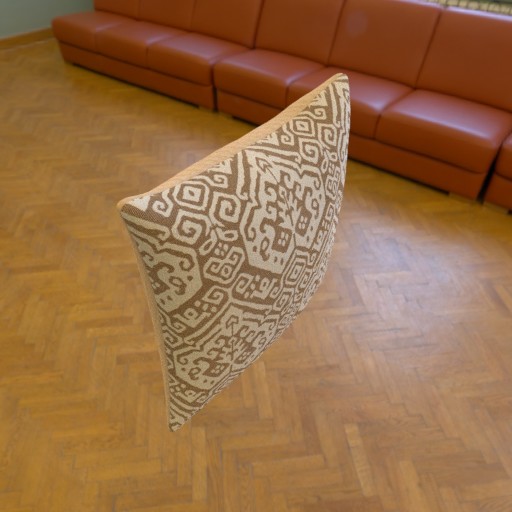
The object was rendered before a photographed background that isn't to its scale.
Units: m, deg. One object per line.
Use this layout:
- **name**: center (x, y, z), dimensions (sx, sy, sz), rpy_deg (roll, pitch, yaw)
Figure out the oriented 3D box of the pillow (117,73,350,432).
- **pillow**: center (0.000, 0.000, 0.645), dimensions (0.173, 0.407, 0.419), rpy_deg (27, 48, 27)
